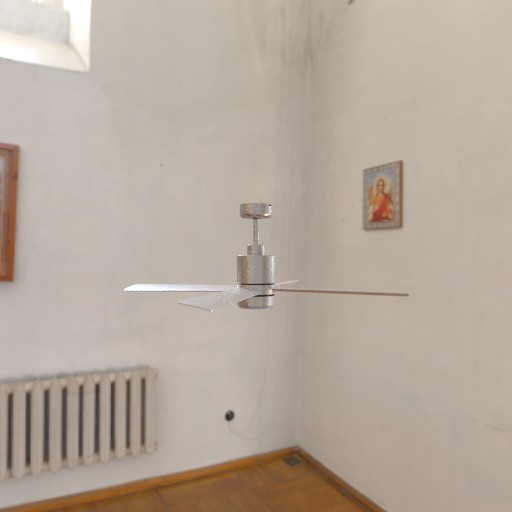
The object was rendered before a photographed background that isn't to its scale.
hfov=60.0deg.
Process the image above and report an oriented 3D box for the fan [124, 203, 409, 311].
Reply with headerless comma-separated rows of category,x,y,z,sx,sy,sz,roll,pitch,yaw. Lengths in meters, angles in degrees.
fan,0.000,0.000,2.335,1.525,0.539,1.525,0,0,18
